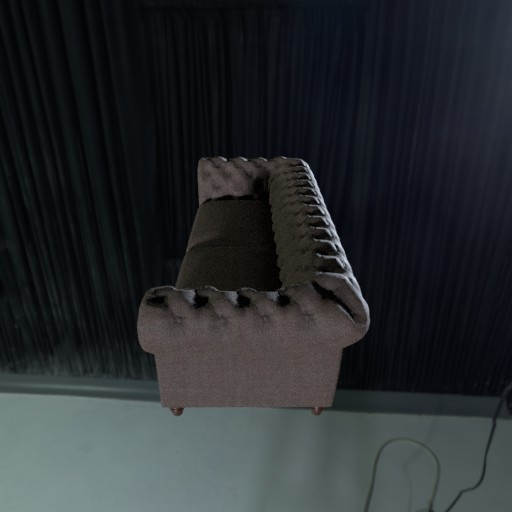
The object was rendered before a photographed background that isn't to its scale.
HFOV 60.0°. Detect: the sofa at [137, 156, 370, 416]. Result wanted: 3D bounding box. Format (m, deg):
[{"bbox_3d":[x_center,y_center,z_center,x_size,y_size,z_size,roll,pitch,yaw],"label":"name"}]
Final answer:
[{"bbox_3d":[0.000,0.000,2.886,0.944,0.787,2.385,0,27,0],"label":"sofa"}]
